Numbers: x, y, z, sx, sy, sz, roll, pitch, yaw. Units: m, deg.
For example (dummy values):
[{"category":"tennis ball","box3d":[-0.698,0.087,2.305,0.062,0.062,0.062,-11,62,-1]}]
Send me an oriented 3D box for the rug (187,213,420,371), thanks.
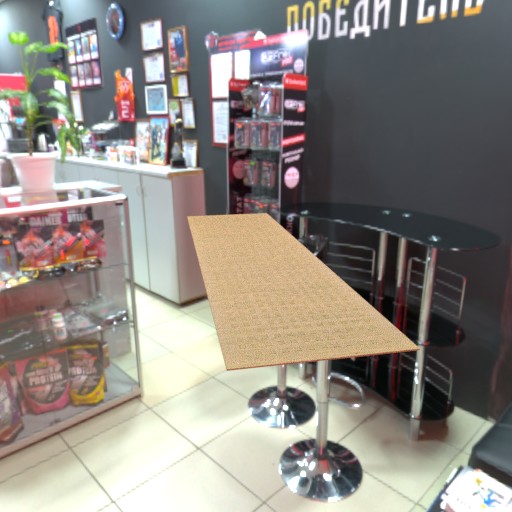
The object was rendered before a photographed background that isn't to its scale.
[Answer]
[{"category":"rug","box3d":[0.000,0.000,2.639,0.686,0.006,2.437,-3,17,-11]}]
